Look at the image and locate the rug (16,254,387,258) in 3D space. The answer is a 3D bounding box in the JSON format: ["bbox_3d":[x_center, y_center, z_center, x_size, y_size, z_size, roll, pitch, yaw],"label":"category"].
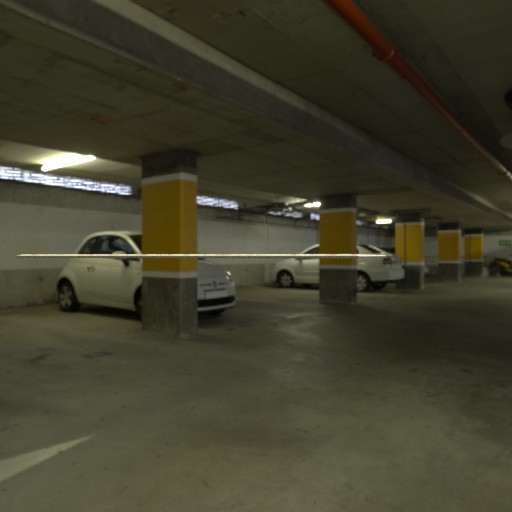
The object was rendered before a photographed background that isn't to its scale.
[{"bbox_3d":[0.000,0.000,3.404,1.819,0.018,2.746,0,0,19],"label":"rug"}]
